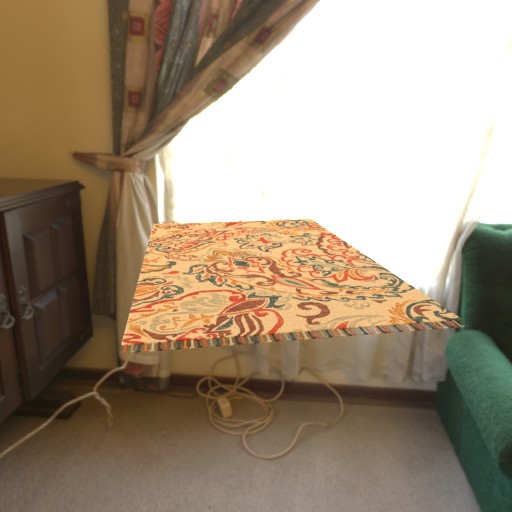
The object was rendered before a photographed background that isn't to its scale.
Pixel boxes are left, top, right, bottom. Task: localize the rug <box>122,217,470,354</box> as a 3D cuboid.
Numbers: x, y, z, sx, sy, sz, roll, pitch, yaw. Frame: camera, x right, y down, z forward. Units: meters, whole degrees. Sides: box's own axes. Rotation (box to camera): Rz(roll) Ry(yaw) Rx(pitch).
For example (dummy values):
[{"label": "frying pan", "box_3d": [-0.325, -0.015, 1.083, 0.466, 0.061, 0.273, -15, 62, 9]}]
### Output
[{"label": "rug", "box_3d": [0.000, 0.000, 3.085, 1.523, 0.010, 2.584, -3, 16, -9]}]
